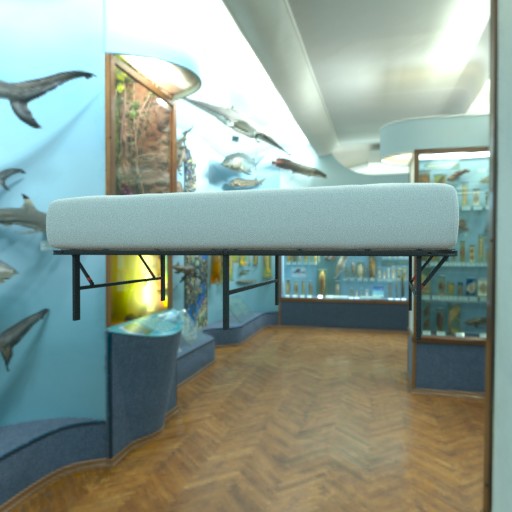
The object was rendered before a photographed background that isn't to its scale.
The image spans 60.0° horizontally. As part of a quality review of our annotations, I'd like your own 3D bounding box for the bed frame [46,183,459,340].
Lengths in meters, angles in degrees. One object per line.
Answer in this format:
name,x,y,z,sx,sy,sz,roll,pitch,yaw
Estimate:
bed frame,0.000,0.000,2.407,1.908,0.640,1.025,0,1,17
